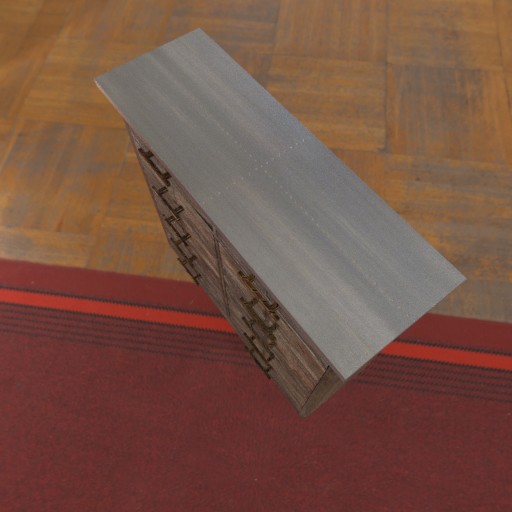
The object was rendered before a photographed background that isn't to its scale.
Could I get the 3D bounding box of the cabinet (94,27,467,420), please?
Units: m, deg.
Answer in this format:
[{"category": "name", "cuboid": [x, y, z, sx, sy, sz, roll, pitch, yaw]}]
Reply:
[{"category": "cabinet", "cuboid": [0.000, 0.000, 1.435, 0.338, 0.919, 0.968, -34, 68, -16]}]
